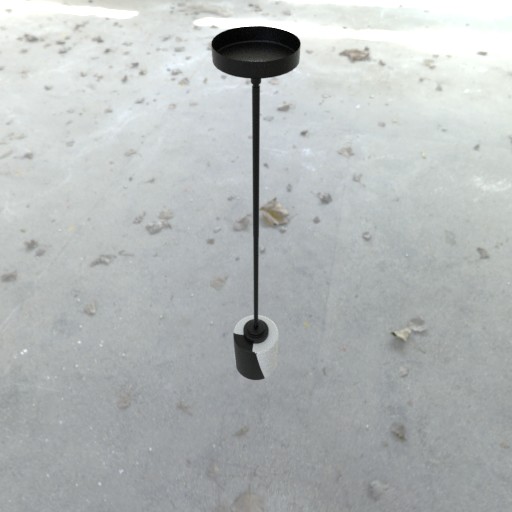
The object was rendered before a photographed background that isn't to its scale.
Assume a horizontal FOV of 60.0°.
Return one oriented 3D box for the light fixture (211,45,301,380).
[{"bbox_3d":[0.000,0.000,0.927,0.123,0.863,0.123,10,48,9],"label":"light fixture"}]
